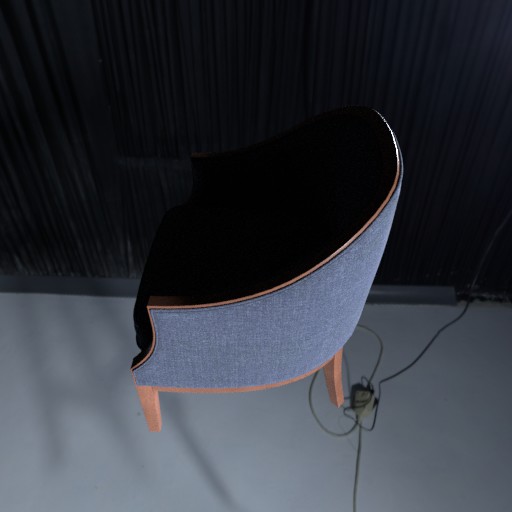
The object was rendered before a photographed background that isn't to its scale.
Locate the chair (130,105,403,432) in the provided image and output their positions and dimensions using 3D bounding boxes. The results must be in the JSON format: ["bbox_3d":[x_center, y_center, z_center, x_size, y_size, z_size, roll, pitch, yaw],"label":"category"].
[{"bbox_3d":[0.000,0.000,1.448,0.735,0.876,0.803,1,41,1],"label":"chair"}]
